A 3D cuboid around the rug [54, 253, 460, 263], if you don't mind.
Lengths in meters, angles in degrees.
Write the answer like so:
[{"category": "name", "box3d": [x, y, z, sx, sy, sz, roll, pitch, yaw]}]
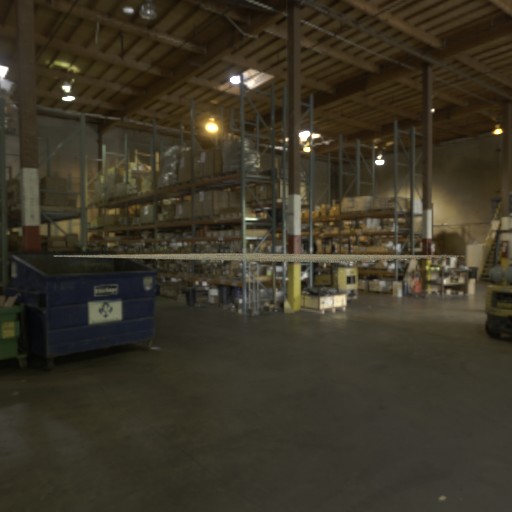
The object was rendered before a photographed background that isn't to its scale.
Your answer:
[{"category": "rug", "box3d": [0.000, 0.000, 4.289, 3.221, 0.011, 2.379, 1, 1, 38]}]
